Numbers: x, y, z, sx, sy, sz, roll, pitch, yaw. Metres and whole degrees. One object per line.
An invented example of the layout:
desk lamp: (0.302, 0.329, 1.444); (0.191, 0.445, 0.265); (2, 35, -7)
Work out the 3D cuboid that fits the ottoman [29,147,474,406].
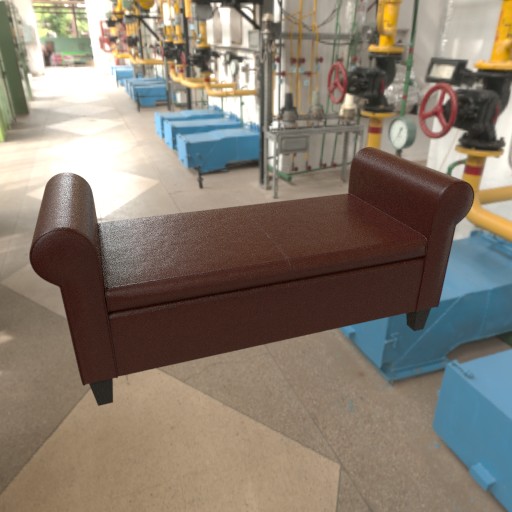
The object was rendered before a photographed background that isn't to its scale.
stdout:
ottoman: (0.000, 0.000, 1.484); (1.256, 0.547, 0.521); (-9, 27, -17)
